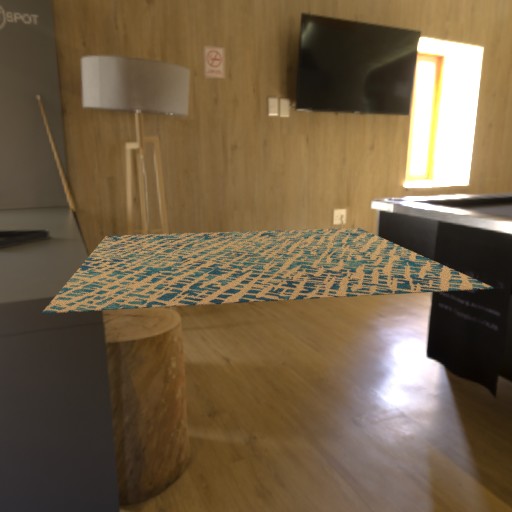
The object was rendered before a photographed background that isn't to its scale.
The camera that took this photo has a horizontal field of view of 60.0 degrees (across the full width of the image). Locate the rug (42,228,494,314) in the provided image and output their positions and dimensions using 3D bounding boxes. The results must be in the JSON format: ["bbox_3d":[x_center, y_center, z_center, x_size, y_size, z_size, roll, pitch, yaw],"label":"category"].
[{"bbox_3d":[0.000,0.000,4.056,3.007,0.007,2.435,-2,14,-9],"label":"rug"}]
